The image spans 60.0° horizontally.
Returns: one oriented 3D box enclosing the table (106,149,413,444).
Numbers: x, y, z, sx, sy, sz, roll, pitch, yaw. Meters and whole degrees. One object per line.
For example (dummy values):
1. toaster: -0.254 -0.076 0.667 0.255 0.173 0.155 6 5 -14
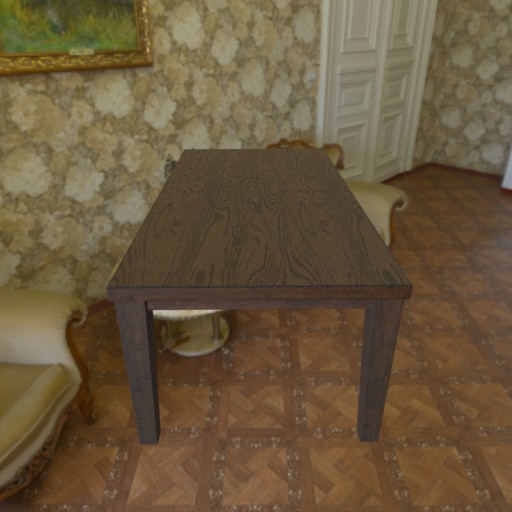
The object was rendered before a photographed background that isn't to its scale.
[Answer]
1. table: 0.000 0.000 2.518 1.016 0.762 1.981 0 26 -1
